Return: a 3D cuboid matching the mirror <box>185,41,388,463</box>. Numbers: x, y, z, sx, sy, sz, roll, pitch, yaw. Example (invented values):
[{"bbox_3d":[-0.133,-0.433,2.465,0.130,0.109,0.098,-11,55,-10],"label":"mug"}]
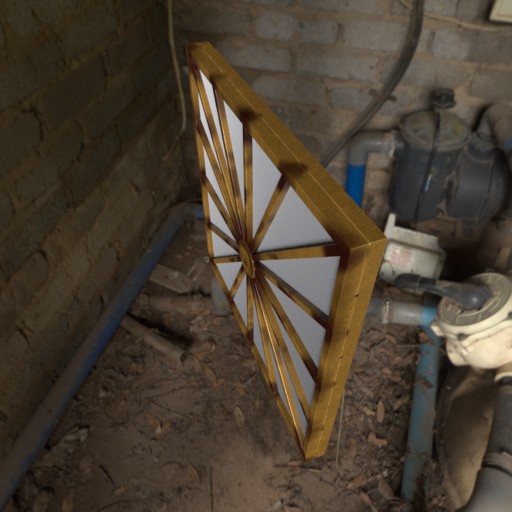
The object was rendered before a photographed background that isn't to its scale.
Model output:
[{"bbox_3d":[0.000,0.000,0.734,0.042,0.507,0.509,-17,48,-16],"label":"mirror"}]
